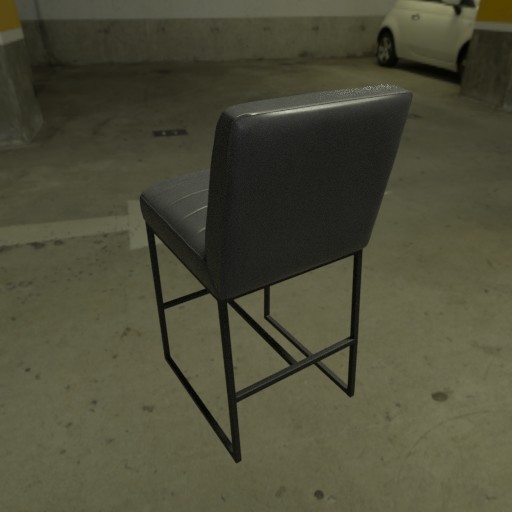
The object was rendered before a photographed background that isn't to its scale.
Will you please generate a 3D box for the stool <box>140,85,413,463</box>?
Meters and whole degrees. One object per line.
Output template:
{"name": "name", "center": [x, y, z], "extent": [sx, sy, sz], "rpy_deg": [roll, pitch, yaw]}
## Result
{"name": "stool", "center": [0.000, 0.000, 1.243], "extent": [0.457, 0.938, 0.552], "rpy_deg": [-18, 35, -28]}
